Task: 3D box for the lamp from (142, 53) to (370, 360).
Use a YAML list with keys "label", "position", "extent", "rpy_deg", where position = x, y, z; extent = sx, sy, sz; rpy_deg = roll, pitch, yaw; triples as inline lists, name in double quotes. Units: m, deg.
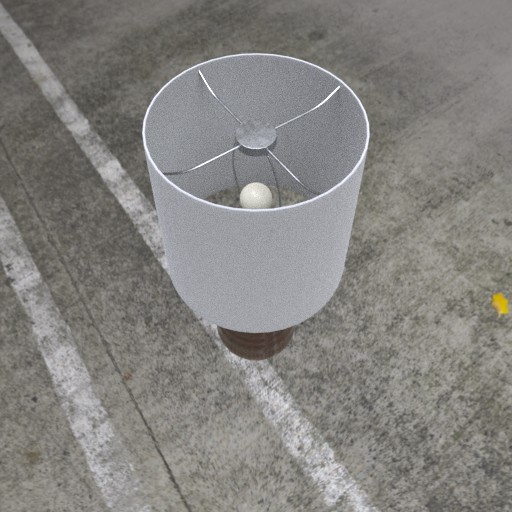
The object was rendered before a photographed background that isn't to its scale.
- label: "lamp"
  position: [0.000, 0.000, 0.478]
  extent: [0.186, 0.369, 0.186]
  rpy_deg: [0, 58, 0]
